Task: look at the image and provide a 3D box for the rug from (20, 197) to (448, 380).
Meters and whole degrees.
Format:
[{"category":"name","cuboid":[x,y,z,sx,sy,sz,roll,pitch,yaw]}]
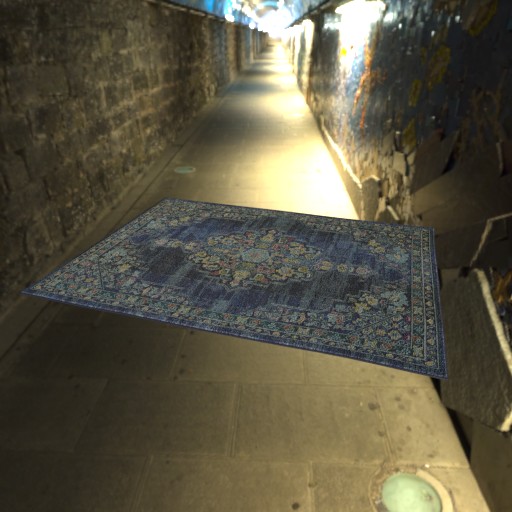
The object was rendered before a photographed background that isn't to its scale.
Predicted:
[{"category":"rug","cuboid":[0.000,0.000,4.642,3.612,0.035,2.716,8,28,16]}]
